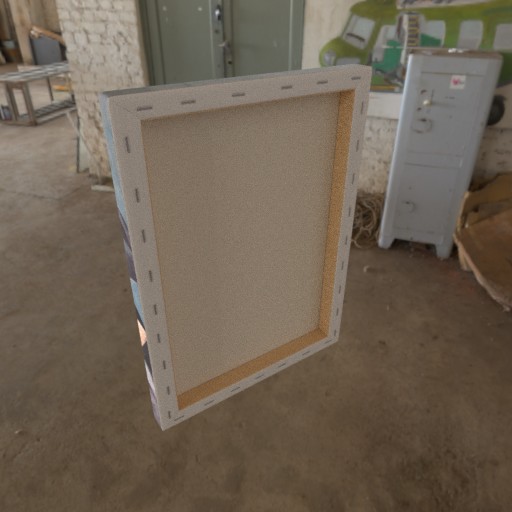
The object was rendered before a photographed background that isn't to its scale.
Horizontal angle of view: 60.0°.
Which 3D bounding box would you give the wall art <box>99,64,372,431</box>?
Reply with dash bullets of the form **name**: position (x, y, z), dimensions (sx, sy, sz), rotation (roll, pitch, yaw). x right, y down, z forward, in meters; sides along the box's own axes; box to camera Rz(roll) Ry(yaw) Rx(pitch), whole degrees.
- **wall art**: position (0.000, 0.000, 0.809), dimensions (0.455, 0.613, 0.037), rotation (-19, 36, -29)
